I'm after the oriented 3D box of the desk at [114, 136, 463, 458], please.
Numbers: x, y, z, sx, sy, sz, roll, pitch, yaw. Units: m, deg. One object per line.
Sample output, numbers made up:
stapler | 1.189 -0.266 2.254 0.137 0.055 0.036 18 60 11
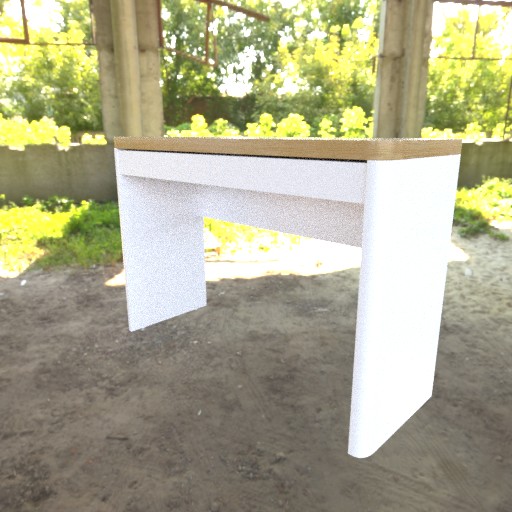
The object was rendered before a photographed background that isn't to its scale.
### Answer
desk | 0.000 0.000 1.474 1.100 0.760 0.390 14 21 42
